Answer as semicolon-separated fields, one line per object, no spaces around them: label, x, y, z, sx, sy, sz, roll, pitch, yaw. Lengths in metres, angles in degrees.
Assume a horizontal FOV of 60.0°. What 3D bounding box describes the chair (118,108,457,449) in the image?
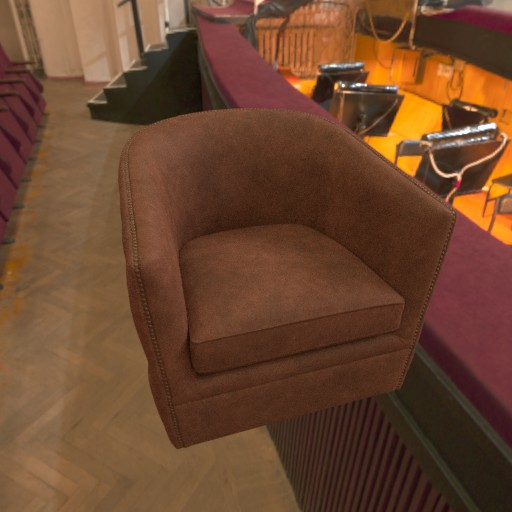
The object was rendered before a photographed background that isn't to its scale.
chair;0.000;0.000;1.534;0.850;0.790;0.870;-10;34;-15
